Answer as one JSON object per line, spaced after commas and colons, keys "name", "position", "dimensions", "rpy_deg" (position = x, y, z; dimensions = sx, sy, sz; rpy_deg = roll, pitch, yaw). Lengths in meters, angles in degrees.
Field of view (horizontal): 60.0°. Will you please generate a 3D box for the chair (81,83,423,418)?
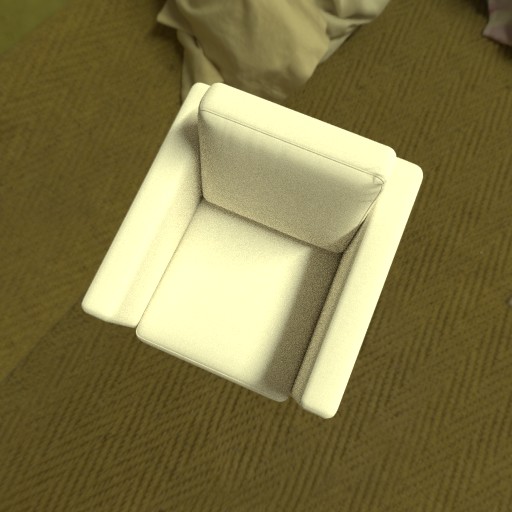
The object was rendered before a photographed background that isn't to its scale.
{"name": "chair", "position": [0.000, 0.000, 1.594], "dimensions": [0.831, 0.899, 0.879], "rpy_deg": [23, 78, 5]}
